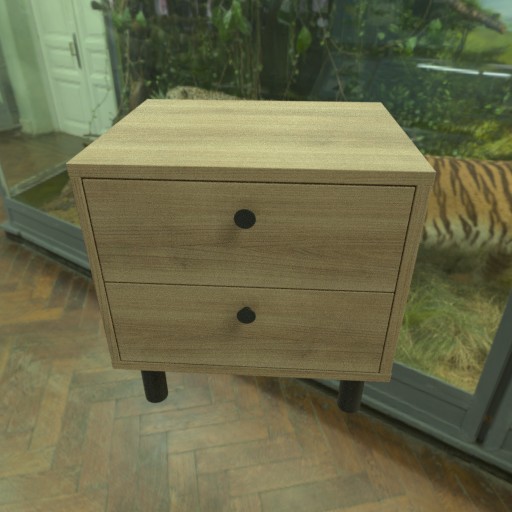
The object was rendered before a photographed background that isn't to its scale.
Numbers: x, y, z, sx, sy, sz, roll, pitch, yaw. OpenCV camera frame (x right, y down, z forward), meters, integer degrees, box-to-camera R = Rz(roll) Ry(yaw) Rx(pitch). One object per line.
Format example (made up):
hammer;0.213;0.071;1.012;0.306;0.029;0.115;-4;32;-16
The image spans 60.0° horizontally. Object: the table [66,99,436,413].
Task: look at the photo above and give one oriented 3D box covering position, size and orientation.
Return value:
table;0.000;0.000;0.799;0.445;0.460;0.380;2;31;3
